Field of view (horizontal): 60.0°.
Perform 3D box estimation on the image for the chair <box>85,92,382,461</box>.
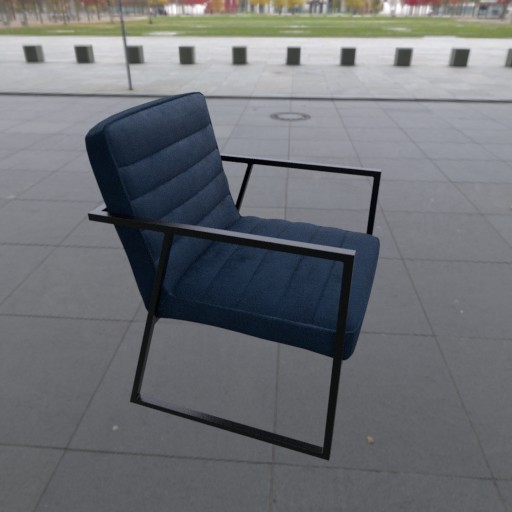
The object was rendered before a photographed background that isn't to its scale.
[{"bbox_3d":[0.000,0.000,1.294,0.677,0.833,0.571,10,30,17],"label":"chair"}]
